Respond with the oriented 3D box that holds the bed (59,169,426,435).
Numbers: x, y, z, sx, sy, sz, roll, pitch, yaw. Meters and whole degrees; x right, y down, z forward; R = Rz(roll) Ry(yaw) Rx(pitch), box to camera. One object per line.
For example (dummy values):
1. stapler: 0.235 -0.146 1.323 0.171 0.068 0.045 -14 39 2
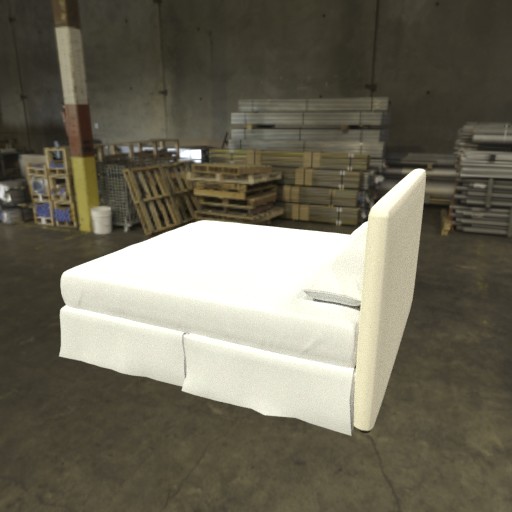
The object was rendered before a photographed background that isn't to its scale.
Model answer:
1. bed: 0.000 0.000 3.579 2.341 1.317 2.119 8 18 23
